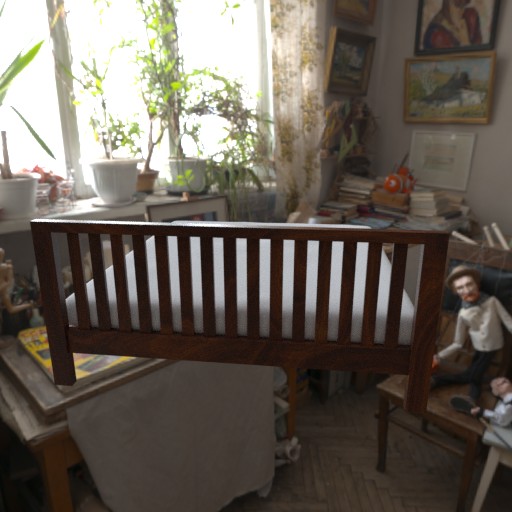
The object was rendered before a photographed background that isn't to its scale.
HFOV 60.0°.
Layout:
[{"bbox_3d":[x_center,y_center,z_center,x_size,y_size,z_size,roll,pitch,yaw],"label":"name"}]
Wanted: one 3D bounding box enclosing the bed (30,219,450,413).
[{"bbox_3d":[0.000,0.000,3.079,1.905,0.890,2.030,2,17,7],"label":"bed"}]
